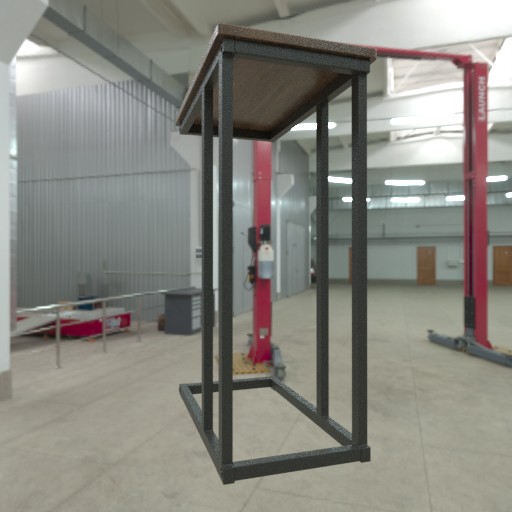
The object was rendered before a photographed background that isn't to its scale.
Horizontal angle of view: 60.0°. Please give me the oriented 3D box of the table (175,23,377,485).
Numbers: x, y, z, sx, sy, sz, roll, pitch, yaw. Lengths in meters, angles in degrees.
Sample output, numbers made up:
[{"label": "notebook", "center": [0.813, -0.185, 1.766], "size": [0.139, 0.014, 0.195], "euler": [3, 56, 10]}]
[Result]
[{"label": "table", "center": [0.000, 0.000, 0.858], "size": [0.254, 0.637, 0.450], "euler": [0, 0, -18]}]
